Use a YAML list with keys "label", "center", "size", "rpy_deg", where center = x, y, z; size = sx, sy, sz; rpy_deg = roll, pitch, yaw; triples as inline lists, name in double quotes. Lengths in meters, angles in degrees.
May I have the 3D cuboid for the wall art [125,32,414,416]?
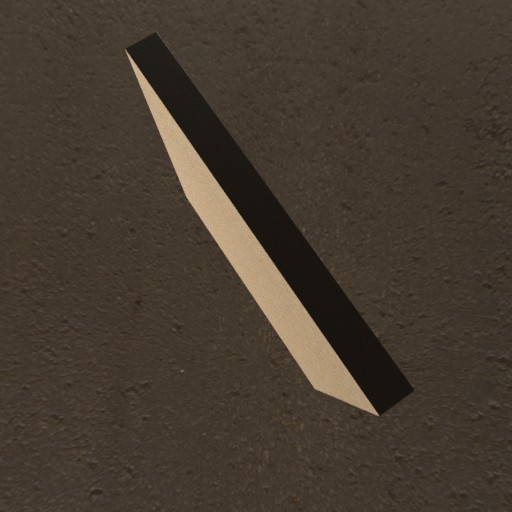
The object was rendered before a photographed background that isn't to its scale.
- label: "wall art"
  center: [0.000, 0.000, 0.471]
  size: [0.029, 0.318, 0.327]
  rpy_deg: [-33, 78, -8]
